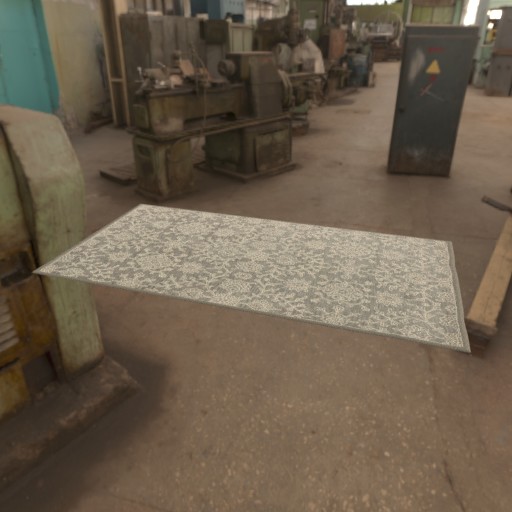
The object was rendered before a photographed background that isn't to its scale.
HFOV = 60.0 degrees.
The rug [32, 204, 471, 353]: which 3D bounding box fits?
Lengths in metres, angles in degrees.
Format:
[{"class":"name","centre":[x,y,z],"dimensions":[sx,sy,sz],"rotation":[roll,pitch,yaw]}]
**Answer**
[{"class":"rug","centre":[0.000,0.000,3.579],"dimensions":[3.048,0.011,1.546],"rotation":[8,28,16]}]
